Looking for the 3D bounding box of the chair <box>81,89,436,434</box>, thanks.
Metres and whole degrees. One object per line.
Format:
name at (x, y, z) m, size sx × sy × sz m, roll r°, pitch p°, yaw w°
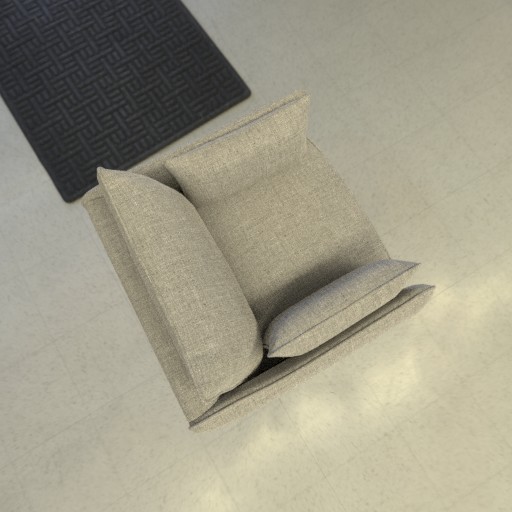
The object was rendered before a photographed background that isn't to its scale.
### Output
chair at (0.000, 0.000, 1.730) m, size 0.976 × 0.839 × 0.993 m, roll -28°, pitch 77°, yaw -7°
